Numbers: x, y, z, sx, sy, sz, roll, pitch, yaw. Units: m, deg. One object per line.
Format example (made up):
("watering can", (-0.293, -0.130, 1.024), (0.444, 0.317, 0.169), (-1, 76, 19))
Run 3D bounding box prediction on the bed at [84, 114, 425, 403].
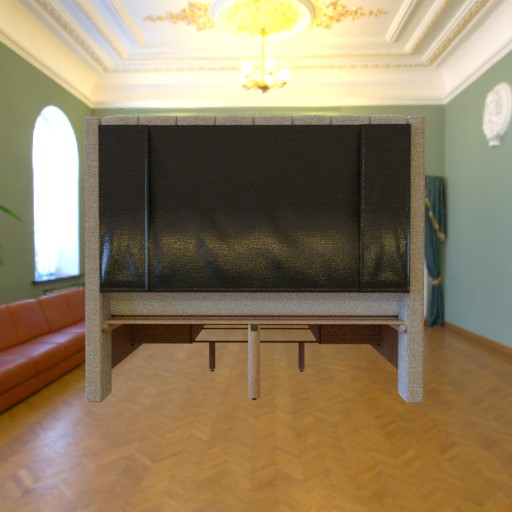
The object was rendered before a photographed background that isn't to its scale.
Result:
("bed", (0.000, 0.000, 3.830), (2.044, 1.748, 2.372), (0, 1, 1))
